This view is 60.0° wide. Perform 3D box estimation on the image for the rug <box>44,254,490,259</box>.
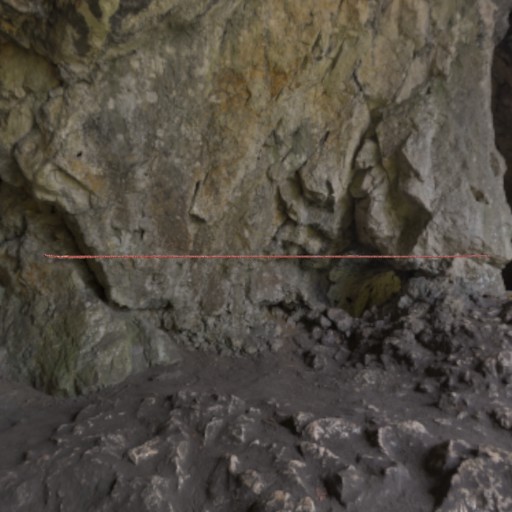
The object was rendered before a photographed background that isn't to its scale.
[{"bbox_3d":[0.000,0.000,2.865,2.286,0.026,1.521,0,0,-17],"label":"rug"}]
